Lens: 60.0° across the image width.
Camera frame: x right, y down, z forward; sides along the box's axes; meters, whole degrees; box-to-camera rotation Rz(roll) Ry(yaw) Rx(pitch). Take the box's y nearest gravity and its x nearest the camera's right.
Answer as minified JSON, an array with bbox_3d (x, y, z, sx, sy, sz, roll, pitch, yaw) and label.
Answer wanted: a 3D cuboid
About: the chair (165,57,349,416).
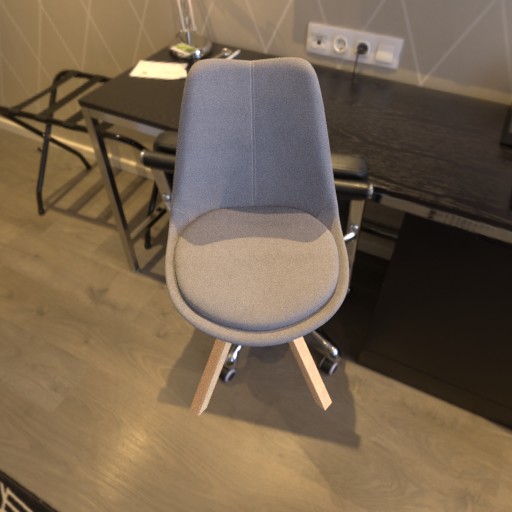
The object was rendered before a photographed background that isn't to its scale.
[{"bbox_3d":[0.000,0.000,1.217,0.474,0.863,0.549,-2,46,-2],"label":"chair"}]
